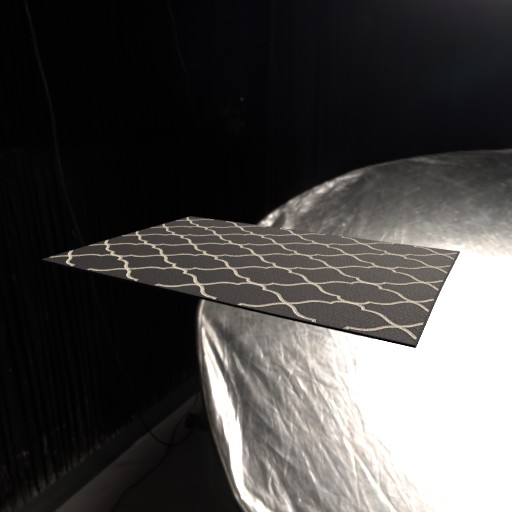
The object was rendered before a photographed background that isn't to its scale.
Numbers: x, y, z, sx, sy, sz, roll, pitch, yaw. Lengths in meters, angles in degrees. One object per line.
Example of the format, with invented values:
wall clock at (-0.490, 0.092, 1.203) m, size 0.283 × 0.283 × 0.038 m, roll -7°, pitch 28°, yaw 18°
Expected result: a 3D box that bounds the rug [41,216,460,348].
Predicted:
rug at (0.000, 0.000, 2.890) m, size 2.294 × 0.014 × 1.528 m, roll 9°, pitch 19°, yaw 28°
